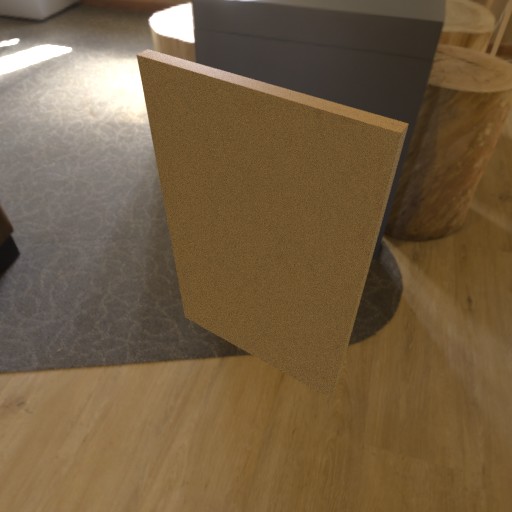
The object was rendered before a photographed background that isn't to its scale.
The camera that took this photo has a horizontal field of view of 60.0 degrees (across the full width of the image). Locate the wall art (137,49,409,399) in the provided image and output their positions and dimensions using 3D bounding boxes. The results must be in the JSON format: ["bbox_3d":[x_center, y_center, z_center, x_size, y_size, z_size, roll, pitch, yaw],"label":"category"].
[{"bbox_3d":[0.000,0.000,1.024,0.510,0.810,0.039,25,51,22],"label":"wall art"}]
